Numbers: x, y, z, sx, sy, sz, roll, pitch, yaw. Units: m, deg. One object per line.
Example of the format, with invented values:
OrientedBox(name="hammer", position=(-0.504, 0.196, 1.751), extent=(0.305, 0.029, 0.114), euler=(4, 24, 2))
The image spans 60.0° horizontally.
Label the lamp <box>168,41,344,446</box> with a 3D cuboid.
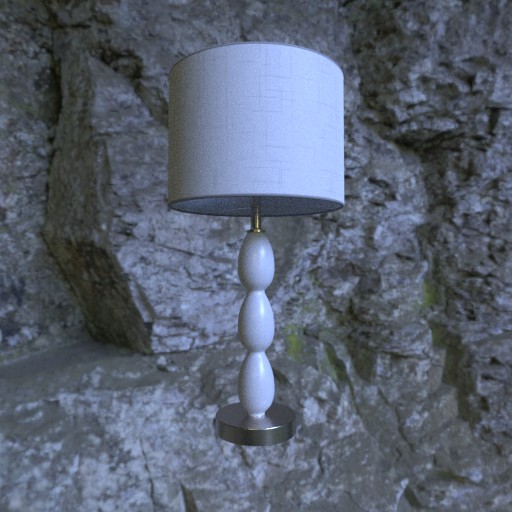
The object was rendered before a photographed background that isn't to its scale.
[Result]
OrientedBox(name="lamp", position=(0.000, 0.000, 0.716), extent=(0.280, 0.559, 0.282), euler=(0, -1, -17))
